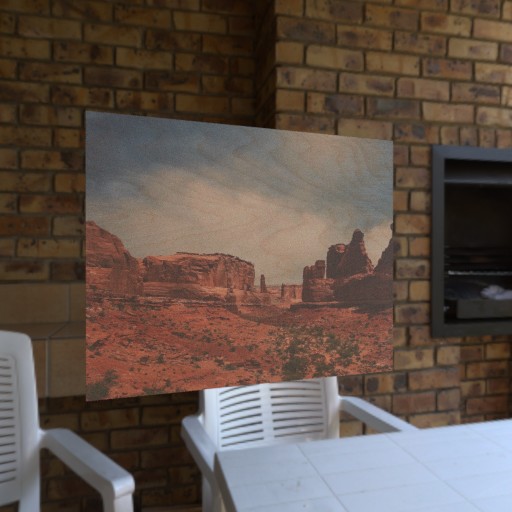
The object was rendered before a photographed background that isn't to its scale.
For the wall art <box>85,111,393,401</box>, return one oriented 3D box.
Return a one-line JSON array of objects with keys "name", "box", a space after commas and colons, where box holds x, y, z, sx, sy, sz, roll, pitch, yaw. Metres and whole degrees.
[{"name": "wall art", "box": [0.000, 0.000, 0.708, 0.508, 0.406, 0.013, 0, 0, -19]}]
